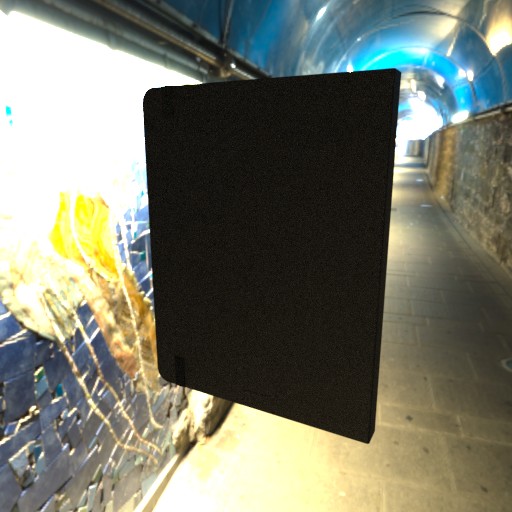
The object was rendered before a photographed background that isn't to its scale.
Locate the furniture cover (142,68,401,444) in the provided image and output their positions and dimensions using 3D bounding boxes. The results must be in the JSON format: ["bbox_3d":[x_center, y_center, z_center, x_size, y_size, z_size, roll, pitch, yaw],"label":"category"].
[{"bbox_3d":[0.000,0.000,0.378,0.216,0.281,0.023,7,16,28],"label":"furniture cover"}]
